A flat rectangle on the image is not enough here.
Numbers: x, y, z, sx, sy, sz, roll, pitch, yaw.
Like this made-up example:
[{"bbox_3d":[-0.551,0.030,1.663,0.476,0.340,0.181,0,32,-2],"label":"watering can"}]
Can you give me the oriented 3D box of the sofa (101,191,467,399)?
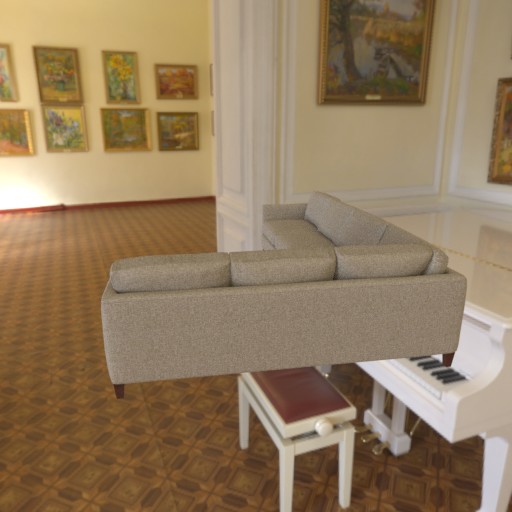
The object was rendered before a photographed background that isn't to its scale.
[{"bbox_3d":[0.000,0.000,4.587,2.593,0.947,3.302,-3,17,-9],"label":"sofa"}]
